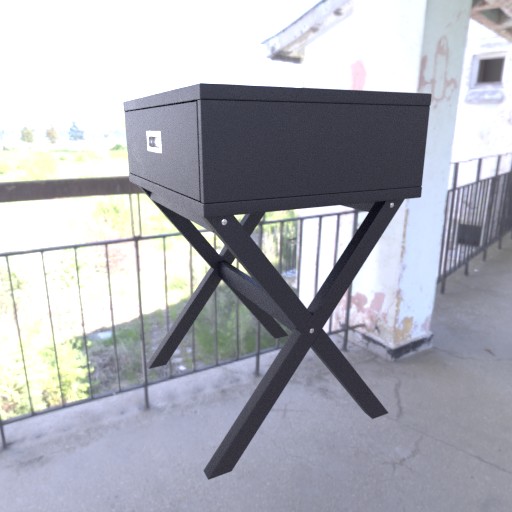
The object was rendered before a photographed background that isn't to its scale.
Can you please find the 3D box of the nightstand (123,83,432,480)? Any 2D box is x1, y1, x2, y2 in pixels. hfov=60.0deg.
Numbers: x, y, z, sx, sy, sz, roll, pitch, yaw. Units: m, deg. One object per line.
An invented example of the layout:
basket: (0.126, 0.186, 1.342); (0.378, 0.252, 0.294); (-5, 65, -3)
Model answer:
nightstand: (0.000, 0.000, 0.928); (0.402, 0.623, 0.479); (-8, 18, -26)
